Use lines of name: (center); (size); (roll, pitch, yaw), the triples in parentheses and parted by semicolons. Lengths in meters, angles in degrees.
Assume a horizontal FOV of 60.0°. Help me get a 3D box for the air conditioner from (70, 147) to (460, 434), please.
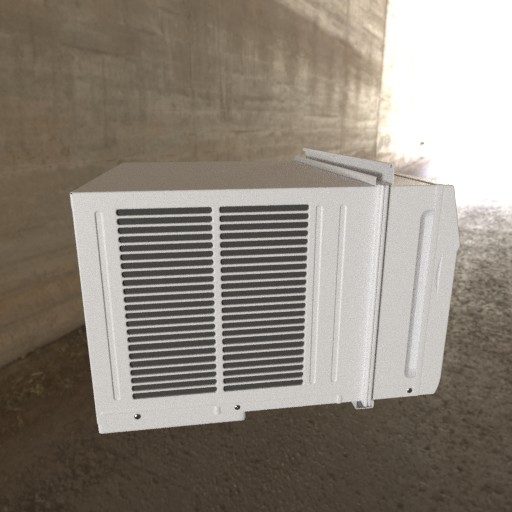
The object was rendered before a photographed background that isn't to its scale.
air conditioner: (0.000, 0.000, 0.866); (0.546, 0.388, 0.503); (-2, 16, -8)
